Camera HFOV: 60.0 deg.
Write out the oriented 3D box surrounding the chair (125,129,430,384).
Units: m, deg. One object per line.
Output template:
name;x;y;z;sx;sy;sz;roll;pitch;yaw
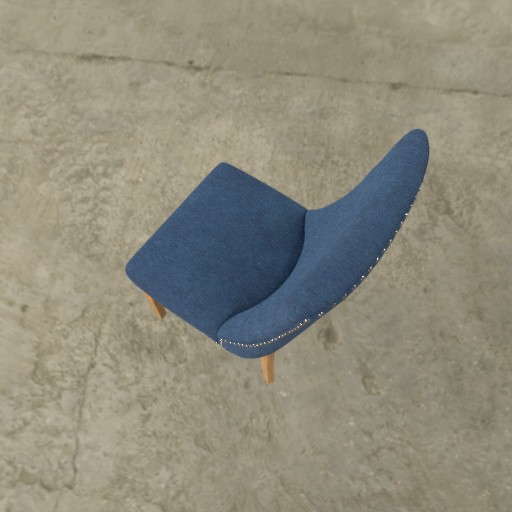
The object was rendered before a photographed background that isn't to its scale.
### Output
chair;0.000;0.000;1.246;0.610;0.902;0.495;32;67;15
